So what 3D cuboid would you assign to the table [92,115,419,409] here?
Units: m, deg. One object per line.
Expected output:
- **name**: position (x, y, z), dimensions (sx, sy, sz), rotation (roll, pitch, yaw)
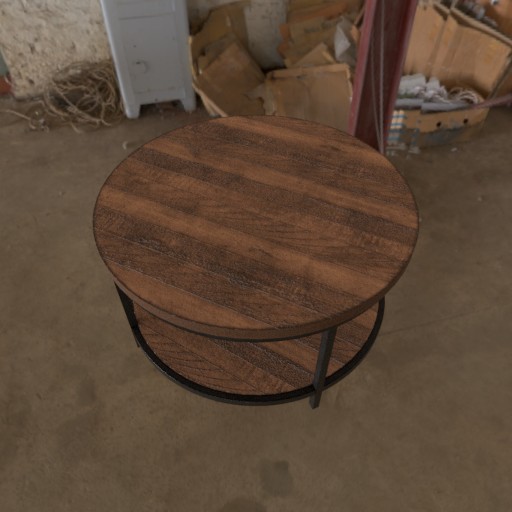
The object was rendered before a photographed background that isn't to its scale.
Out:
- **table**: position (0.000, 0.000, 1.339), dimensions (0.837, 0.462, 0.837), rotation (0, 47, 0)
